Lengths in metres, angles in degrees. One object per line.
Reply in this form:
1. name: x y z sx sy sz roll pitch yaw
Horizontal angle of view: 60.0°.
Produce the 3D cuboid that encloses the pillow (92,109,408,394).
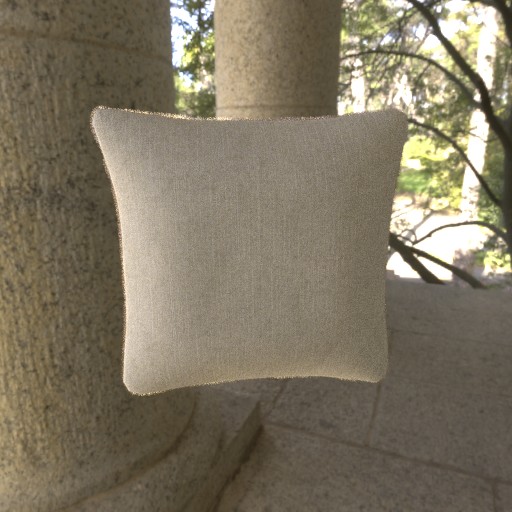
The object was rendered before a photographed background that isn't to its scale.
1. pillow: 0.000 0.000 0.821 0.538 0.525 0.216 -2 15 -8
